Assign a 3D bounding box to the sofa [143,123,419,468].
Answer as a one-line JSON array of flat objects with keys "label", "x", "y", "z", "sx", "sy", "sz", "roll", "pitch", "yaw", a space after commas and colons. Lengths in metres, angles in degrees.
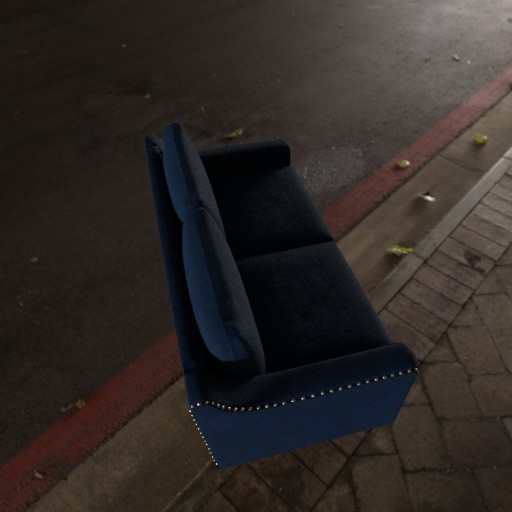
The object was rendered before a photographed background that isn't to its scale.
[{"label": "sofa", "x": 0.000, "y": 0.000, "z": 2.767, "sx": 1.104, "sy": 0.983, "sz": 2.107, "roll": -11, "pitch": 47, "yaw": -10}]
